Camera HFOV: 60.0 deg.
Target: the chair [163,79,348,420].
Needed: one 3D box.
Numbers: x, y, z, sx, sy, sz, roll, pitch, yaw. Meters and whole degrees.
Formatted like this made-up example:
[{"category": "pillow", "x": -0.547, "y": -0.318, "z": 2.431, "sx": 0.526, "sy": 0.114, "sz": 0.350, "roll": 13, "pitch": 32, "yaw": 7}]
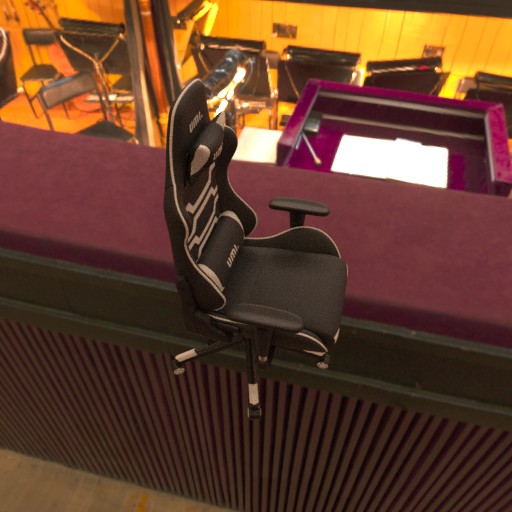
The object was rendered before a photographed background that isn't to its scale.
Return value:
[{"category": "chair", "x": 0.000, "y": 0.000, "z": 1.657, "sx": 0.700, "sy": 1.240, "sz": 0.700, "roll": 10, "pitch": 46, "yaw": 10}]
